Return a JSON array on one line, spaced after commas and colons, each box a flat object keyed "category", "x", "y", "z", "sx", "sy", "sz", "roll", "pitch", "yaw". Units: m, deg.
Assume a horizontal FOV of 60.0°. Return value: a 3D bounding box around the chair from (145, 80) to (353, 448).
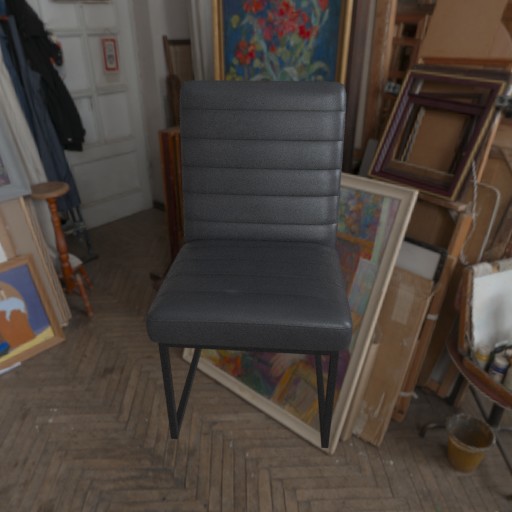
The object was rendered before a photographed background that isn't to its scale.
[{"category": "chair", "x": 0.000, "y": 0.000, "z": 1.340, "sx": 0.520, "sy": 0.930, "sz": 0.634, "roll": 2, "pitch": 29, "yaw": 4}]
